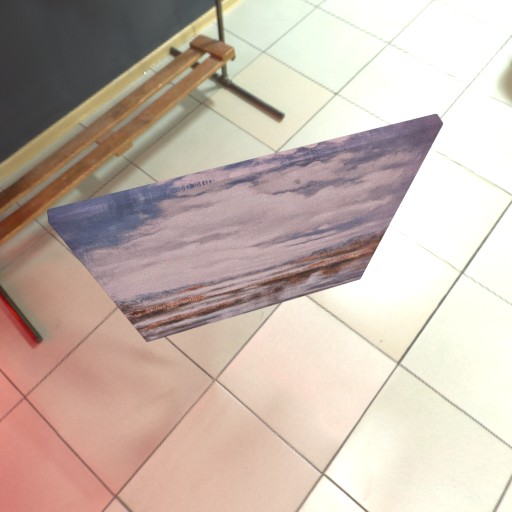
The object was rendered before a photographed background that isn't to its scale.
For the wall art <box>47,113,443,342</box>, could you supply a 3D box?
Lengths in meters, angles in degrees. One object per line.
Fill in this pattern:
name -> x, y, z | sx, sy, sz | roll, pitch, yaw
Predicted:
wall art -> 0.000, 0.000, 1.546 | 1.010, 1.020, 0.040 | -16, 65, -8
